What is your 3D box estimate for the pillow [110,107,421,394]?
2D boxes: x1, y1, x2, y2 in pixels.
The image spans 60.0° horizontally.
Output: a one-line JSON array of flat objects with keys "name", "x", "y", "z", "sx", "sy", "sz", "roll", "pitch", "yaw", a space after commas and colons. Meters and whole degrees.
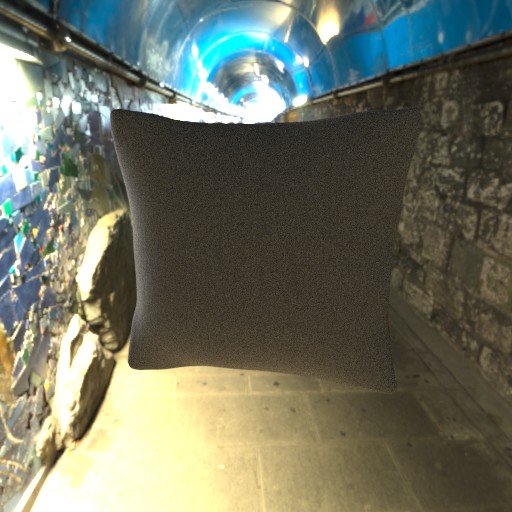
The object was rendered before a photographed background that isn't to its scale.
[{"name": "pillow", "x": 0.000, "y": 0.000, "z": 0.658, "sx": 0.437, "sy": 0.419, "sz": 0.136, "roll": 3, "pitch": 16, "yaw": 10}]
